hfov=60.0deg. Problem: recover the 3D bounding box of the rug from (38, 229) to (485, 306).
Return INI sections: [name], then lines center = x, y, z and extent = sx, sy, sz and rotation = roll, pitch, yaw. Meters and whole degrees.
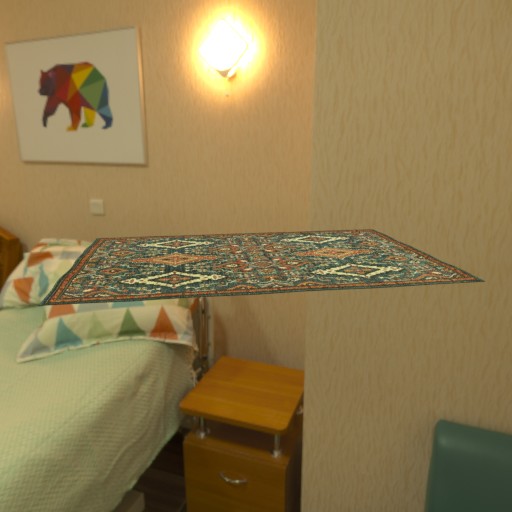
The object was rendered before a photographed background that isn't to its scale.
[rug]
center = 0.000, 0.000, 4.286
extent = 3.371, 0.008, 2.190
rotation = -2, 15, -9
